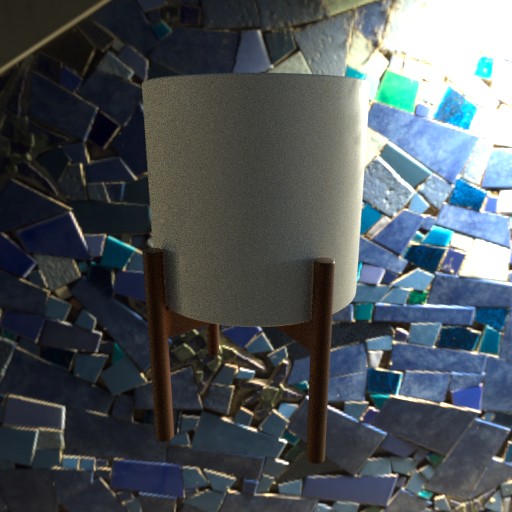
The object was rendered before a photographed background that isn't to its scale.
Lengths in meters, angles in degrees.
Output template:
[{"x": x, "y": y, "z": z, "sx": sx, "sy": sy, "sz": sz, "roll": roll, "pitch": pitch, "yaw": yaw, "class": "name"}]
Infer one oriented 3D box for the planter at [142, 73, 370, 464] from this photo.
[{"x": 0.000, "y": 0.000, "z": 0.929, "sx": 0.417, "sy": 0.670, "sz": 0.417, "roll": 3, "pitch": 17, "yaw": 10, "class": "planter"}]
